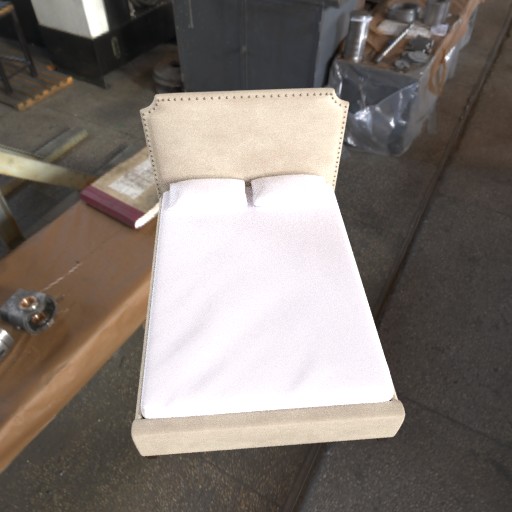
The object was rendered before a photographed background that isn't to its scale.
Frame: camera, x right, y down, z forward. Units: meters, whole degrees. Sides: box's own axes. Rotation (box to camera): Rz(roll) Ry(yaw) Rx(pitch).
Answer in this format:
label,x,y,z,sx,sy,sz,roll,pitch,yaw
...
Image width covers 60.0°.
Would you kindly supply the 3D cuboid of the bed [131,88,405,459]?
label,x,y,z,sx,sy,sz,roll,pitch,yaw
bed,0.000,0.000,3.294,1.712,1.443,2.372,-3,47,-3
